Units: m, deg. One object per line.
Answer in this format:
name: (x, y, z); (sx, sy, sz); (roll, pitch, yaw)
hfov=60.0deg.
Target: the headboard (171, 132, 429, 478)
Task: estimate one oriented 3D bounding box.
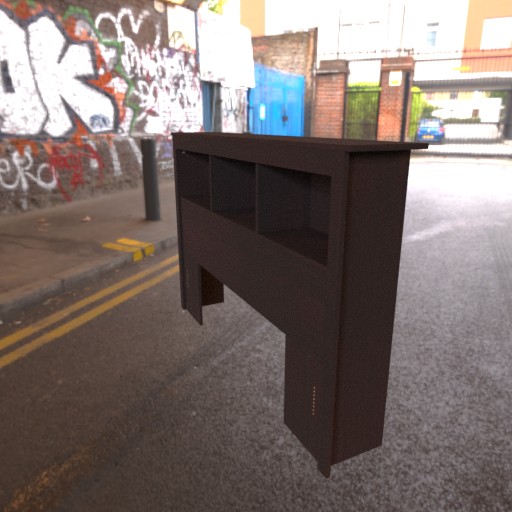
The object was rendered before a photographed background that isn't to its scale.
headboard: (0.000, 0.000, 2.087); (0.279, 1.092, 1.671); (-8, 19, -25)
